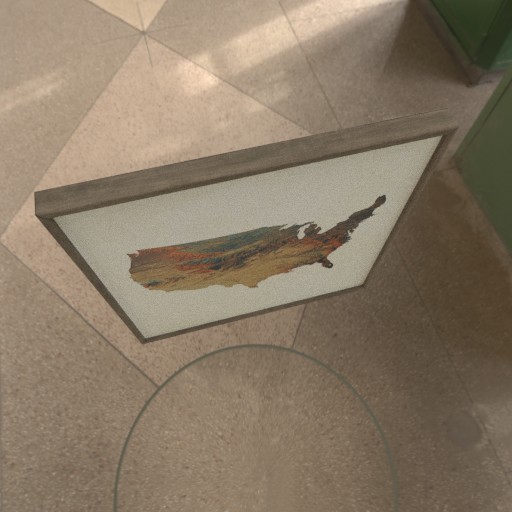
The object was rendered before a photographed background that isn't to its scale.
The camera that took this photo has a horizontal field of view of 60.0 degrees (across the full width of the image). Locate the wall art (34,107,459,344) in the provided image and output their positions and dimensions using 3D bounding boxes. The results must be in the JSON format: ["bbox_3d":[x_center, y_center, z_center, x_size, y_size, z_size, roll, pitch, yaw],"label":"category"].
[{"bbox_3d":[0.000,0.000,1.102,0.749,0.751,0.050,-13,64,-7],"label":"wall art"}]
